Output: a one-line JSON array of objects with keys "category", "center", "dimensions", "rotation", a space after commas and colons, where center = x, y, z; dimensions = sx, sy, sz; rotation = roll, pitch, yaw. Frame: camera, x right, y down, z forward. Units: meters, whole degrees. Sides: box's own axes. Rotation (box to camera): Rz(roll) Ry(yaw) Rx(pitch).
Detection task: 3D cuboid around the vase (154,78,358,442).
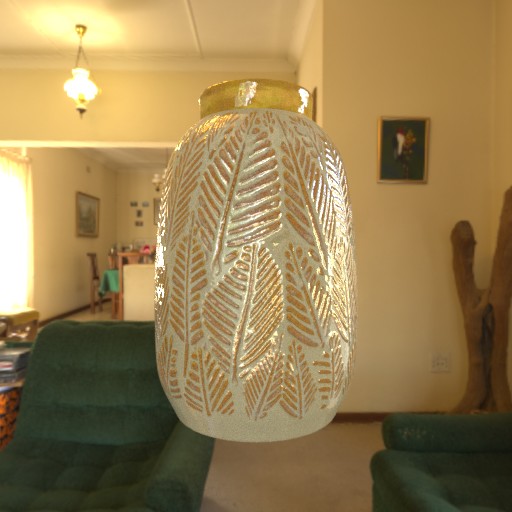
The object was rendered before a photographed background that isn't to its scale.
[{"category": "vase", "center": [0.000, 0.000, 0.384], "dimensions": [0.172, 0.270, 0.172], "rotation": [0, 1, 0]}]
